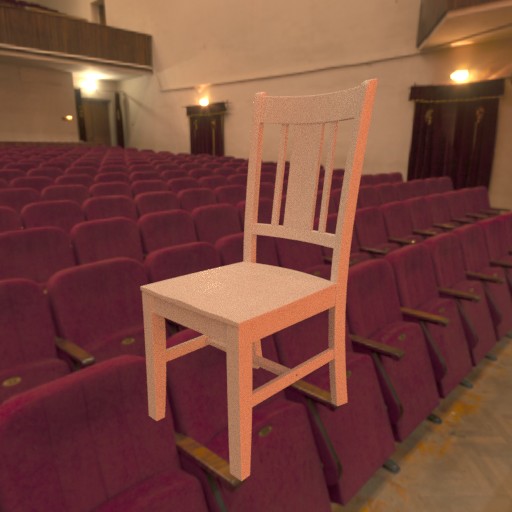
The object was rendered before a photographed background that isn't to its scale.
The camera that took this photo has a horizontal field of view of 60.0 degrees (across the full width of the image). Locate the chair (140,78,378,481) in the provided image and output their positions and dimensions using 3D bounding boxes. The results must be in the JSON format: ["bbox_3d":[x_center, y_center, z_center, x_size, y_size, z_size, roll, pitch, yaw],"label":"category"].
[{"bbox_3d":[0.000,0.000,1.316,0.450,0.998,0.555,12,18,42],"label":"chair"}]
